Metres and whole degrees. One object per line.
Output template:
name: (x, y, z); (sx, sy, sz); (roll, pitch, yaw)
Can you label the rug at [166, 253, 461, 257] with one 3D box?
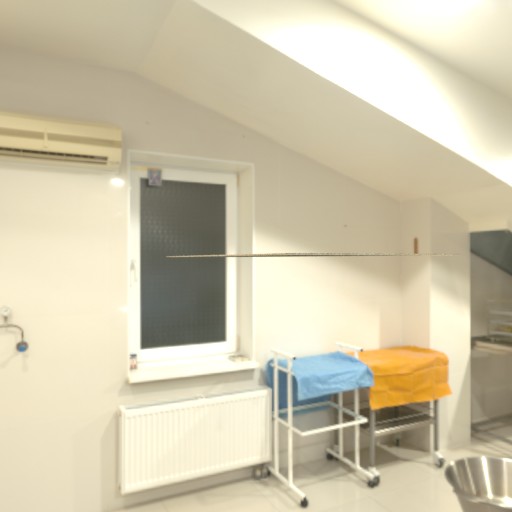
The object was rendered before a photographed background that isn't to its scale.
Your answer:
rug: (0.000, 0.000, 2.614); (0.688, 0.005, 2.437); (0, 0, -20)
